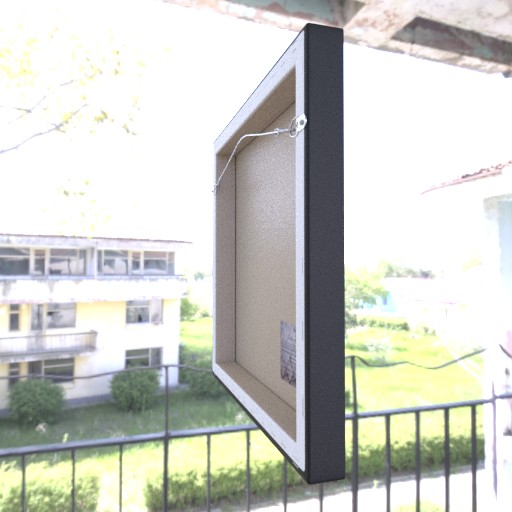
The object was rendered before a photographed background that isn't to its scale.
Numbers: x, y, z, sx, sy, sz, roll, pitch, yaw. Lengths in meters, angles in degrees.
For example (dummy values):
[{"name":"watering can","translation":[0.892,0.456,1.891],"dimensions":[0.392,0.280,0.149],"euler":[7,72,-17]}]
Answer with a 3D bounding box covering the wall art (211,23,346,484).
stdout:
[{"name":"wall art","translation":[0.000,0.000,0.584],"dimensions":[0.041,0.407,0.406],"euler":[0,-1,-17]}]
